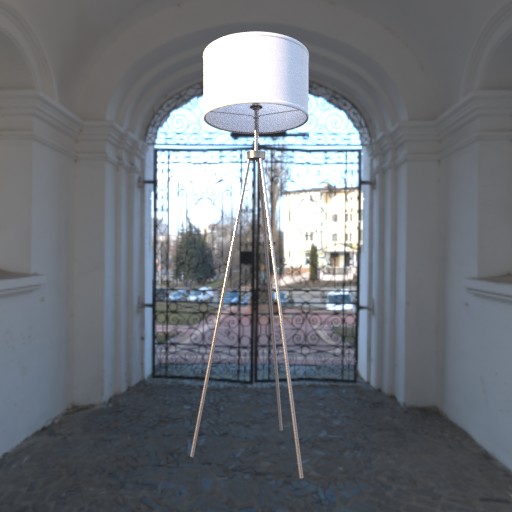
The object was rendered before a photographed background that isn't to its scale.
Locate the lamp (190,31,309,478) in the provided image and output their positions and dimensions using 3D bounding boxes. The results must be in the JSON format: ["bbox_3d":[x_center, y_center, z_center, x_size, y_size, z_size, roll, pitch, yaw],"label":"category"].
[{"bbox_3d":[0.000,0.000,1.756,0.448,1.545,0.458,0,1,18],"label":"lamp"}]
